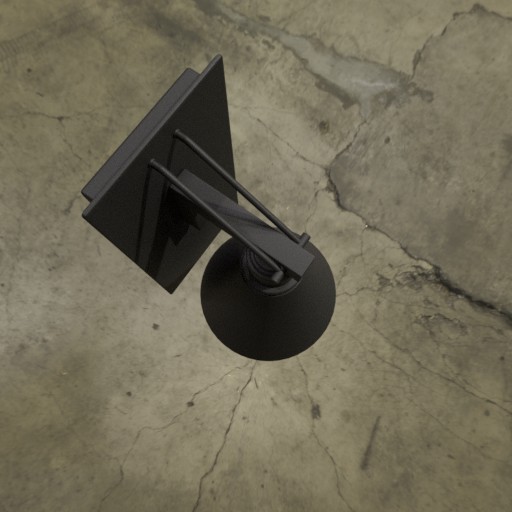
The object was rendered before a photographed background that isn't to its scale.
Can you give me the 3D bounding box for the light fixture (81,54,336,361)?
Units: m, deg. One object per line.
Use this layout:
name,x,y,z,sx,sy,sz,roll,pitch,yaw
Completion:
light fixture,0.000,0.000,0.425,0.207,0.298,0.170,35,78,8
